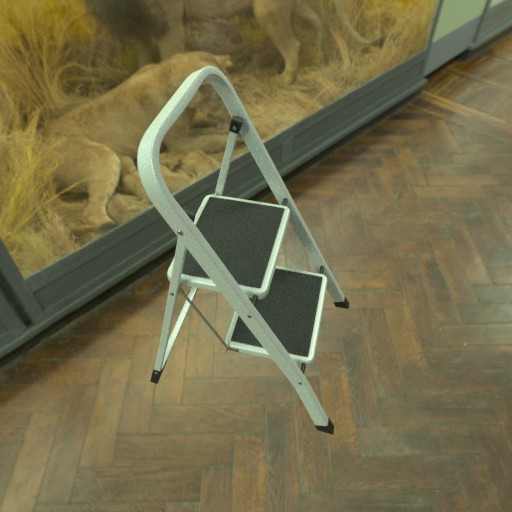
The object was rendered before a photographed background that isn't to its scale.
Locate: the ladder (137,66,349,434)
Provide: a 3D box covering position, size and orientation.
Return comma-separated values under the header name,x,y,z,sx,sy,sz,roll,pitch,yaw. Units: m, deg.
name,x,y,z,sx,sy,sz,roll,pitch,yaw
ladder,0.000,0.000,1.108,0.544,0.810,0.460,10,48,9
